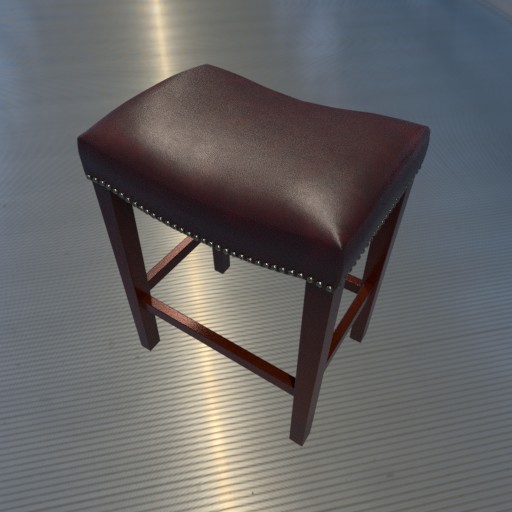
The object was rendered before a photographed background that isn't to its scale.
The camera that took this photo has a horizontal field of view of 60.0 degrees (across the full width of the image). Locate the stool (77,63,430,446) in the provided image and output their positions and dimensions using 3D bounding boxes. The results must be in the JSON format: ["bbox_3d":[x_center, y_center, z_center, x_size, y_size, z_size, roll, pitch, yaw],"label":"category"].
[{"bbox_3d":[0.000,0.000,0.968,0.504,0.657,0.372,25,51,22],"label":"stool"}]
